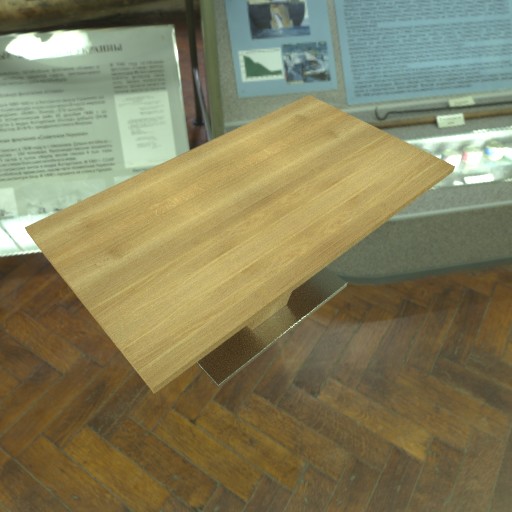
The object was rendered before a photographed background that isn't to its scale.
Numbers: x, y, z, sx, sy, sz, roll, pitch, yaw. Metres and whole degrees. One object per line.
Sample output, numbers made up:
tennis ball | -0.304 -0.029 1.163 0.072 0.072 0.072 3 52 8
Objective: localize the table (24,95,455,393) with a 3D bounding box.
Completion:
table | 0.000 0.000 2.123 1.600 0.750 0.900 -33 55 -27
